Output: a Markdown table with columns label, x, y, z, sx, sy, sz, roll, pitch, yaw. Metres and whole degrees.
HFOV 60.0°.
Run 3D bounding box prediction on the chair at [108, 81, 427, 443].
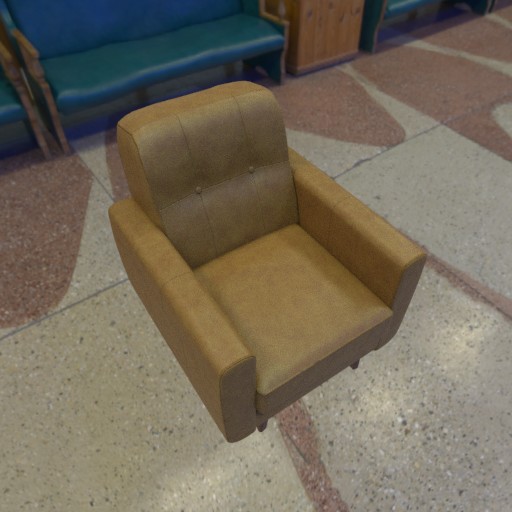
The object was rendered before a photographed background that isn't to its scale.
| label | x | y | z | sx | sy | sz | roll | pitch | yaw |
| --- | --- | --- | --- | --- | --- | --- | --- | --- | --- |
| chair | 0.000 | 0.000 | 1.711 | 0.845 | 0.968 | 0.942 | -26 | 51 | -23 |
